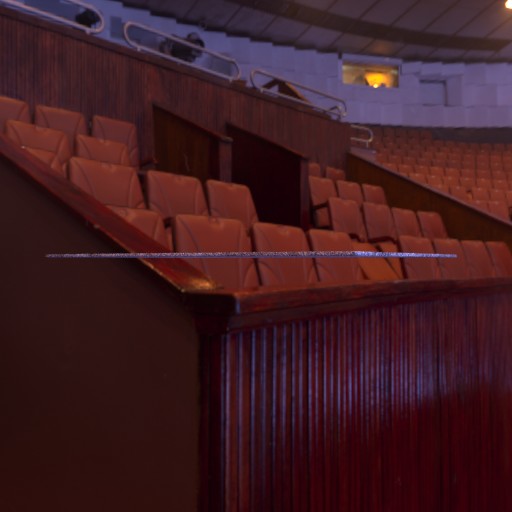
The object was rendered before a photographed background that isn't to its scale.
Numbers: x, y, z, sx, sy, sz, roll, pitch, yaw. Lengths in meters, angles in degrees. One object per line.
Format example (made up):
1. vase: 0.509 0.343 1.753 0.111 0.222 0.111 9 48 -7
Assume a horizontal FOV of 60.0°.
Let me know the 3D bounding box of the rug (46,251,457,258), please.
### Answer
1. rug: 0.000 0.000 4.127 3.000 0.025 2.401 0 0 36
